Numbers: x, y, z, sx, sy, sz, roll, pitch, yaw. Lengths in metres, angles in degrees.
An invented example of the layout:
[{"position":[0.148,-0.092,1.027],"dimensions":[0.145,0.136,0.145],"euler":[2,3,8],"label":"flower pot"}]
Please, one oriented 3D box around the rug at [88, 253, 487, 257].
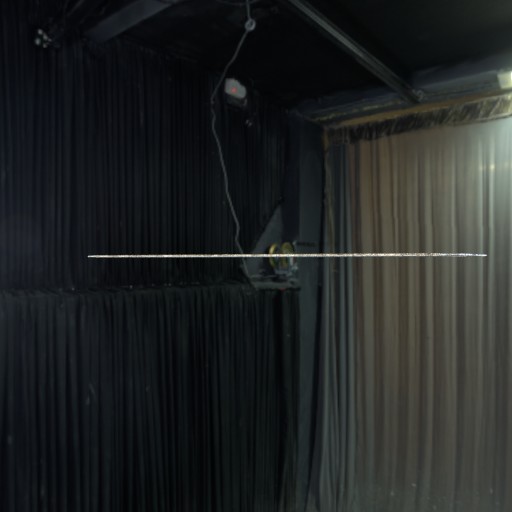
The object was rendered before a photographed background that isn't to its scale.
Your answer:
[{"position":[0.000,0.000,2.944],"dimensions":[2.664,0.011,0.762],"euler":[0,0,35],"label":"rug"}]
